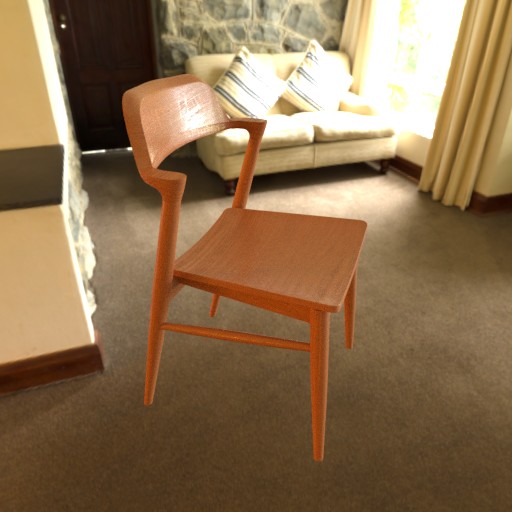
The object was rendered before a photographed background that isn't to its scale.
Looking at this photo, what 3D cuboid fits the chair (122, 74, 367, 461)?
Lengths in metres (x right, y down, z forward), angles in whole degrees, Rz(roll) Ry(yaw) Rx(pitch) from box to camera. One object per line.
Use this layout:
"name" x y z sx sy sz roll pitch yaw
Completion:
"chair" 0.000 0.000 1.111 0.499 0.801 0.496 10 32 17
